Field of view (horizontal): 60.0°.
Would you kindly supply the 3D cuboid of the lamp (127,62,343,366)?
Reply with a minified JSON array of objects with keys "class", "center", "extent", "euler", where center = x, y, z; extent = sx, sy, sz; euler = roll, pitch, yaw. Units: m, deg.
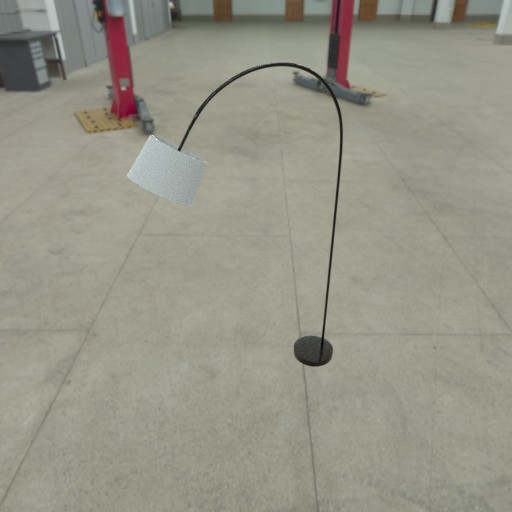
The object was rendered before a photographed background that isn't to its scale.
[{"class":"lamp","center":[0.000,0.000,2.628],"extent":[1.363,2.104,0.331],"euler":[-20,36,-29]}]
